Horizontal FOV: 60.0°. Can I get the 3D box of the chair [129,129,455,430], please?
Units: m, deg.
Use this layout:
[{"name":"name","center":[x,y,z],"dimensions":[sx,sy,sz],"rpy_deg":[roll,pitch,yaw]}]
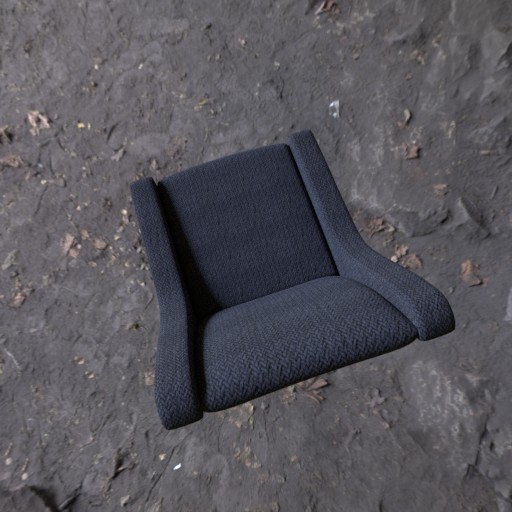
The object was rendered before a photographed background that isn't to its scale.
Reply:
[{"name":"chair","center":[0.000,0.000,1.680],"dimensions":[0.793,1.012,0.944],"rpy_deg":[-18,76,-5]}]
